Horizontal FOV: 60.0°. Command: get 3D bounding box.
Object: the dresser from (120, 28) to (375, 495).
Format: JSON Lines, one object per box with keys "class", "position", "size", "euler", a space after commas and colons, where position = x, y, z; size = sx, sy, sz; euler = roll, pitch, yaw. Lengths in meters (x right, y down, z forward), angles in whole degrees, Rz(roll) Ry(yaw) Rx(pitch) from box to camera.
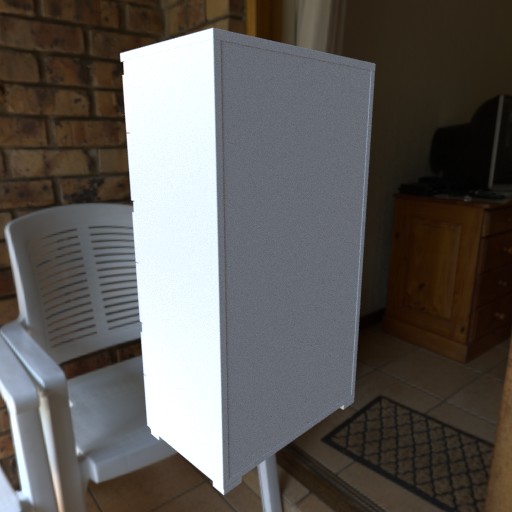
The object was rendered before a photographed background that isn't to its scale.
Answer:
{"class": "dresser", "position": [0.000, 0.000, 1.445], "size": [0.650, 1.190, 0.400], "euler": [-14, 20, -43]}
